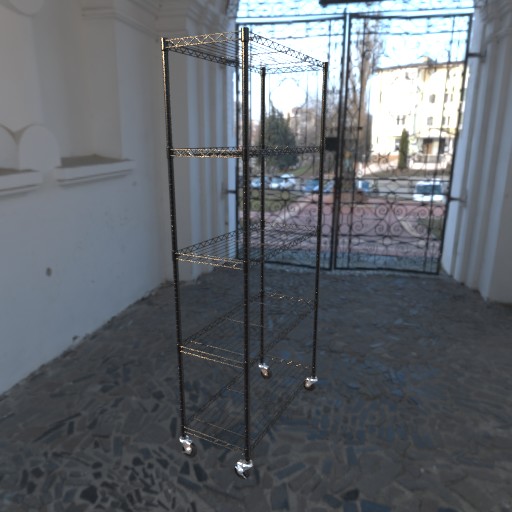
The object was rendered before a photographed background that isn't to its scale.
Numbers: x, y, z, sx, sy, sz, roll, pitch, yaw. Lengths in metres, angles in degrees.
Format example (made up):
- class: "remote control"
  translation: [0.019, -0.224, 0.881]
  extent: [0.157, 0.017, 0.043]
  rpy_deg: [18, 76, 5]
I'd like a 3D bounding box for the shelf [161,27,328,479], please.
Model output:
- class: "shelf"
  translation: [0.000, 0.000, 1.937]
  extent: [0.356, 1.645, 0.762]
  rpy_deg: [8, 17, 27]
